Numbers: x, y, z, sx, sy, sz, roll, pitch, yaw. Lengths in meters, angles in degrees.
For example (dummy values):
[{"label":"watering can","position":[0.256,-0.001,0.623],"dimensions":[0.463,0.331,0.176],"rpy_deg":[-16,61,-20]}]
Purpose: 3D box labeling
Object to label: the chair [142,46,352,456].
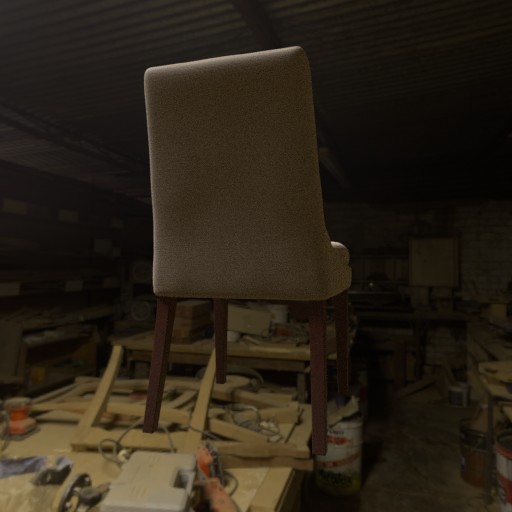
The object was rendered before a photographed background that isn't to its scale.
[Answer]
[{"label":"chair","position":[0.000,0.000,1.321],"dimensions":[0.515,0.940,0.638],"rpy_deg":[0,-1,17]}]
